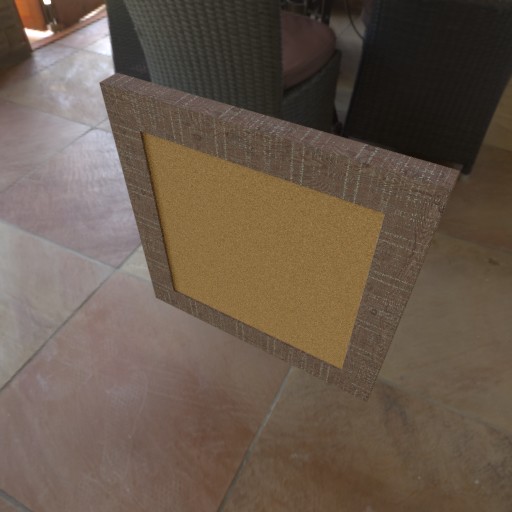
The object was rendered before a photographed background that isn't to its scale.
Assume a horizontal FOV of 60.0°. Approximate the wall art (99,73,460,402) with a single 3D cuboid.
[{"bbox_3d":[0.000,0.000,0.793,0.531,0.531,0.040,22,50,20],"label":"wall art"}]
